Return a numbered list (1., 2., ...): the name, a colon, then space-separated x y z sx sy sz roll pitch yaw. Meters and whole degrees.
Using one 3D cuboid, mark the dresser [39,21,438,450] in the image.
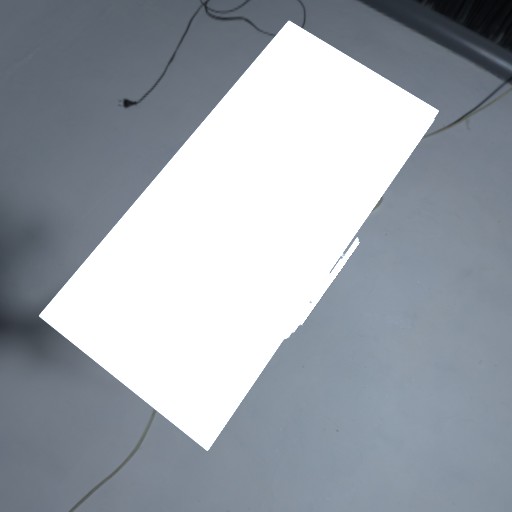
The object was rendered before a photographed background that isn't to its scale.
1. dresser: 0.000 0.000 1.254 0.420 0.740 0.830 35 78 8
